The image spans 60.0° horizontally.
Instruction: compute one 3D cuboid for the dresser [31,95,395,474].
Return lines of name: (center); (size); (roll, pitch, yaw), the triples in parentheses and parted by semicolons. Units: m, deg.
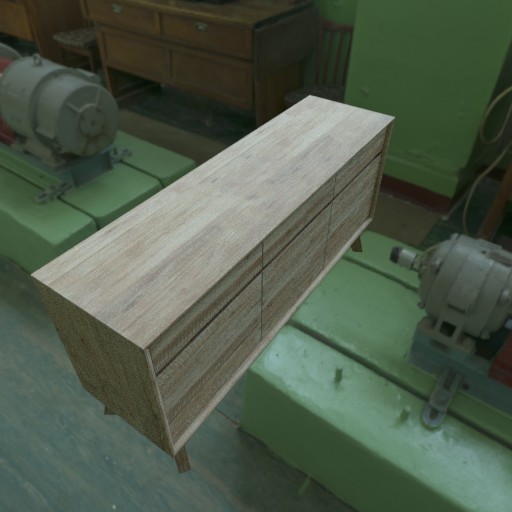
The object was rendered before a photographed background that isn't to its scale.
dresser: (0.000, 0.000, 1.921); (0.455, 0.788, 1.602); (25, 47, 25)
